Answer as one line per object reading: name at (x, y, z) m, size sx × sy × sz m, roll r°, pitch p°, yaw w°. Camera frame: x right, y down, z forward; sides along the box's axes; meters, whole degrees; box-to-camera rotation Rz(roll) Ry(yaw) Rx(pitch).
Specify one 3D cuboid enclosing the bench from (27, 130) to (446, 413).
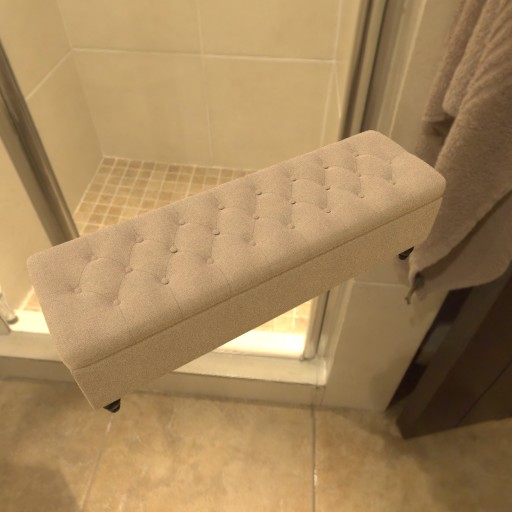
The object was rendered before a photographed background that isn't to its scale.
bench at (0.000, 0.000, 1.702) m, size 1.480 × 0.467 × 0.455 m, roll -24°, pitch 51°, yaw -21°
